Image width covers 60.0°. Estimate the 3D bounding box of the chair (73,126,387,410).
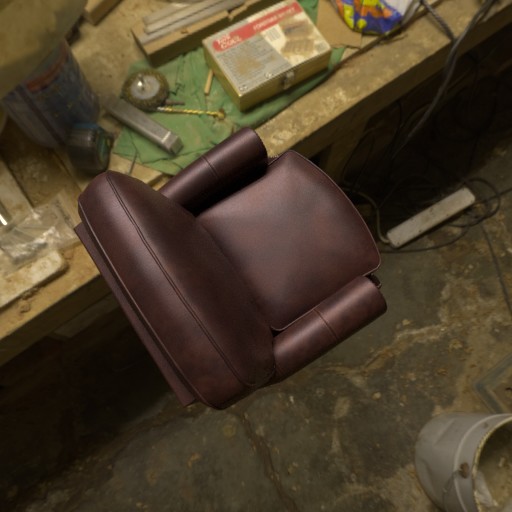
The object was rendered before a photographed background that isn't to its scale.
[{"bbox_3d":[0.000,0.000,1.768,0.986,1.018,0.936,-34,77,-9],"label":"chair"}]
